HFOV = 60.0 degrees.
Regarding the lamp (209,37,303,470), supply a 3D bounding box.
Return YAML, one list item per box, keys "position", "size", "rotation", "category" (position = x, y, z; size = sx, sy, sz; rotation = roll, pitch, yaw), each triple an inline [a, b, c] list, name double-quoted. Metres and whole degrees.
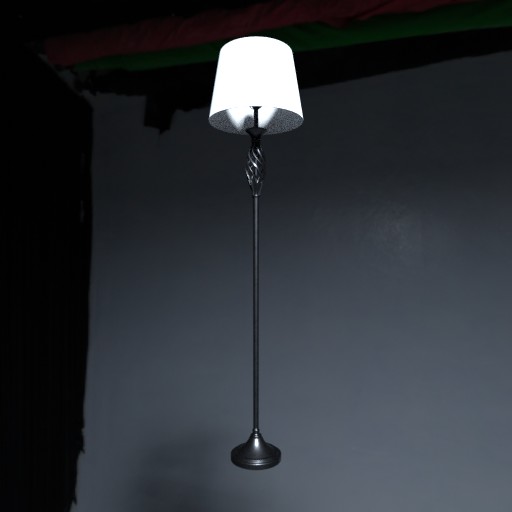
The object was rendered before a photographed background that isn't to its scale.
- position: [0.000, 0.000, 1.783]
  size: [0.379, 1.623, 0.379]
  rotation: [0, 0, 0]
  category: "lamp"
